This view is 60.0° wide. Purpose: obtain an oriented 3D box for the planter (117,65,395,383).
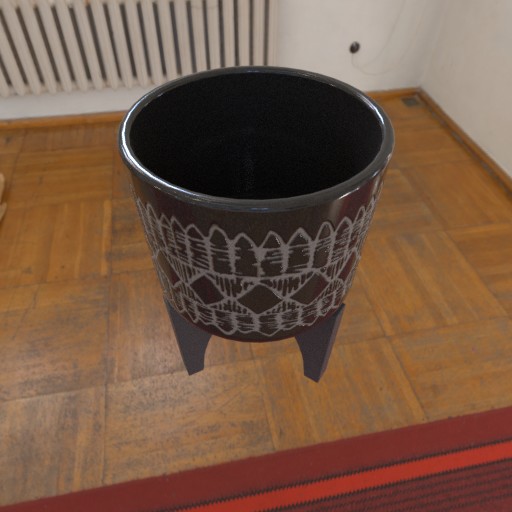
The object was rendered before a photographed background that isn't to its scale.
[{"bbox_3d":[0.000,0.000,0.532,0.251,0.355,0.251,25,51,23],"label":"planter"}]
